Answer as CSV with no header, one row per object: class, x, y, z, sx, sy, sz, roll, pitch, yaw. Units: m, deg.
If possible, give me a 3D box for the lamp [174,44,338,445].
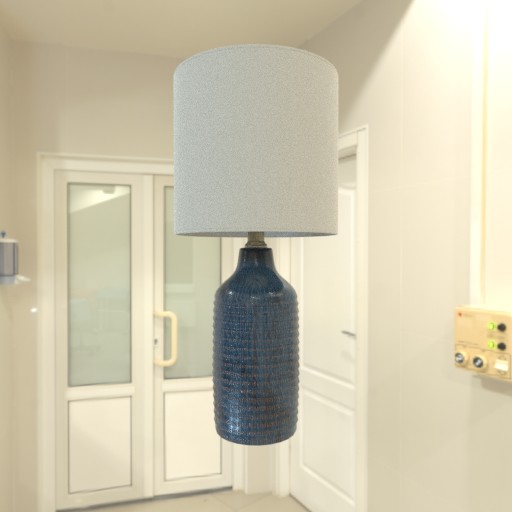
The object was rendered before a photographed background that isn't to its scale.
lamp,0.000,0.000,0.606,0.220,0.475,0.220,0,1,-36
